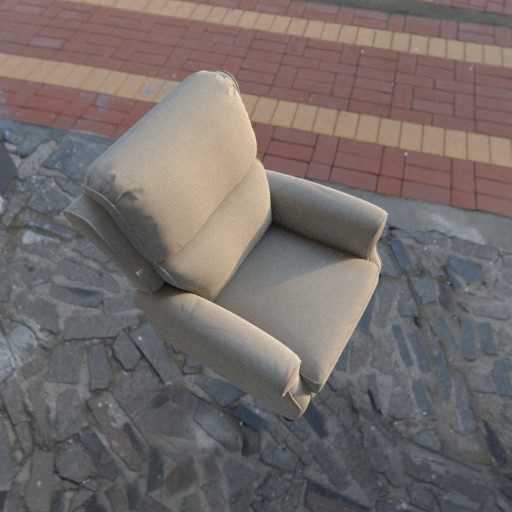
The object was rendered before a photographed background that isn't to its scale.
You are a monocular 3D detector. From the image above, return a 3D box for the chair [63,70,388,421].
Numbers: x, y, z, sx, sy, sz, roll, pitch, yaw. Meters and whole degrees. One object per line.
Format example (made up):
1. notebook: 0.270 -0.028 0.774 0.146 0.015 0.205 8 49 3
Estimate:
1. chair: 0.000 0.000 1.748 0.919 1.046 0.859 28 63 16
